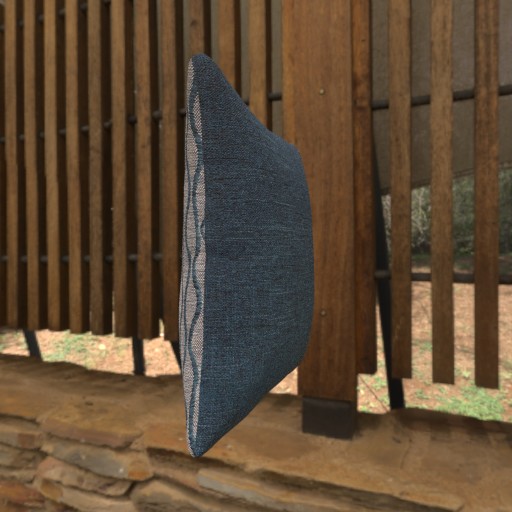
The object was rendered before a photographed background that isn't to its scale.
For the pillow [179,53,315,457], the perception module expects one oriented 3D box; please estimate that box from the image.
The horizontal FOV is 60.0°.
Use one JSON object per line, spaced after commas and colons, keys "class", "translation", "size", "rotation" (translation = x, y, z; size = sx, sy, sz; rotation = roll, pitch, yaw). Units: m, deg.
{"class": "pillow", "translation": [0.000, 0.000, 0.675], "size": [0.159, 0.435, 0.435], "rotation": [0, 0, 18]}
